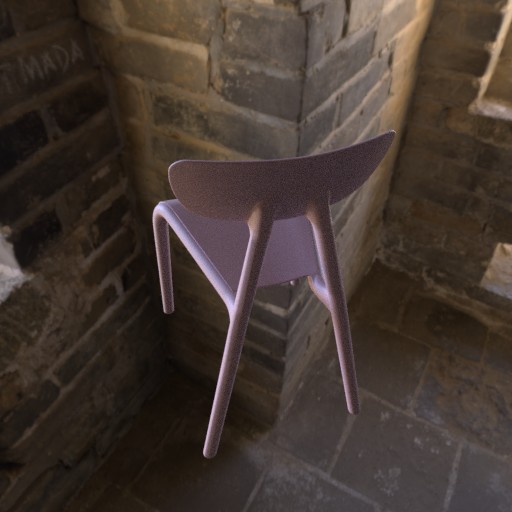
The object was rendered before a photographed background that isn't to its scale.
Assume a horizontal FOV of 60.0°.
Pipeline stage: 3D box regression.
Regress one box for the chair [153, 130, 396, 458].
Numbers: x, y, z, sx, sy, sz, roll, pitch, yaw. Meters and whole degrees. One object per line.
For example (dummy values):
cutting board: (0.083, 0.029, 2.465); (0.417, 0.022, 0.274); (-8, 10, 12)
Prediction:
chair: (0.000, 0.000, 0.806); (0.356, 0.580, 0.401); (-11, 42, -13)
